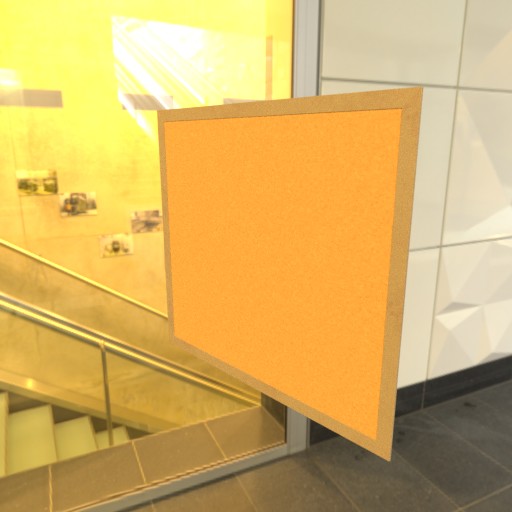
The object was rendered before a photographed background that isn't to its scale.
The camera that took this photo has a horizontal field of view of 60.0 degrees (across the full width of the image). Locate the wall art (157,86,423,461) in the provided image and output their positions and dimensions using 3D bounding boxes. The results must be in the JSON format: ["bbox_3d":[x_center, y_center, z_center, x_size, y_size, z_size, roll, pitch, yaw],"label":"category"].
[{"bbox_3d":[0.000,0.000,1.618,0.025,1.067,1.168,-14,20,-43],"label":"wall art"}]
